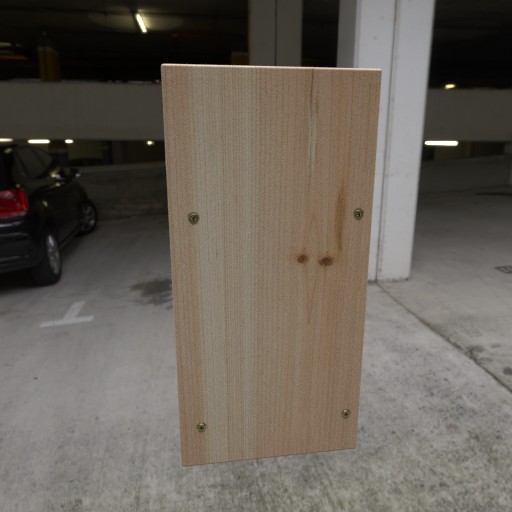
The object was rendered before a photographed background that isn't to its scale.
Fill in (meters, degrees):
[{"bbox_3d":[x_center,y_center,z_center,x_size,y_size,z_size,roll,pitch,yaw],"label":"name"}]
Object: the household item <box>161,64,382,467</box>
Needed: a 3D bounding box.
[{"bbox_3d":[0.000,0.000,0.408,0.149,0.300,0.171,-2,15,-8],"label":"household item"}]
